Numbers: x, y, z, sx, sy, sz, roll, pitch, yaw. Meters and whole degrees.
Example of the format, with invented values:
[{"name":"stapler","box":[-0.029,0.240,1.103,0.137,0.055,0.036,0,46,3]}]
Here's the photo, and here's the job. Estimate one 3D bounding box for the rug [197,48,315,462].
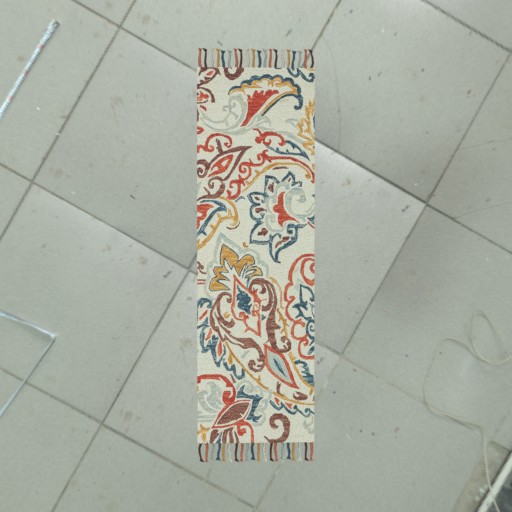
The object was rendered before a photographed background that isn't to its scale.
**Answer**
[{"name":"rug","box":[0.000,0.000,2.882,0.763,0.015,2.682,0,90,-1]}]
